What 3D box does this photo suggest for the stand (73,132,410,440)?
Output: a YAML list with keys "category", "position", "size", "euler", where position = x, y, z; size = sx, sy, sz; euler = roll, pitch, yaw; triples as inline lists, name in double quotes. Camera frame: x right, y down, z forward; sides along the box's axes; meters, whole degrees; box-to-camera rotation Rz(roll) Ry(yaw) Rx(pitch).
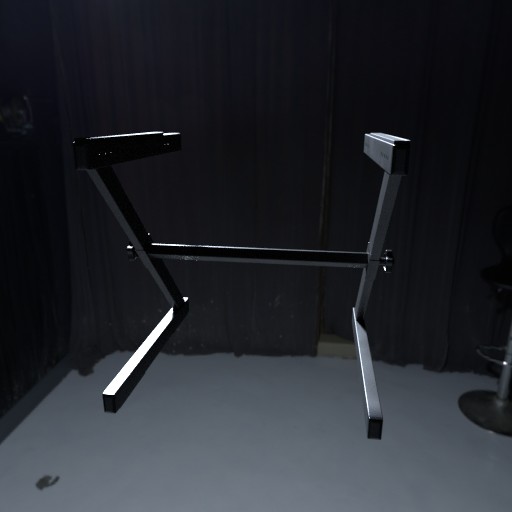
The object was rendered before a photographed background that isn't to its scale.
- category: "stand"
  position: [0.000, 0.000, 1.165]
  size: [0.700, 0.617, 0.586]
  euler: [3, 17, 8]
